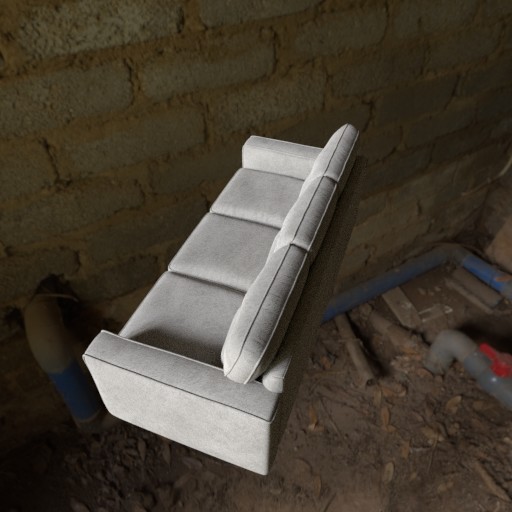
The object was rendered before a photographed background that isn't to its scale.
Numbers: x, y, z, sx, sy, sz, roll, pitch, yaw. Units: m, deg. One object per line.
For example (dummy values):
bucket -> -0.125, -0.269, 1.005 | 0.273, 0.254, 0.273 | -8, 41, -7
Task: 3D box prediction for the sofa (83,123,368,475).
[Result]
sofa -> 0.000, 0.000, 2.710 | 0.939, 0.965, 2.133 | 15, 46, 15
